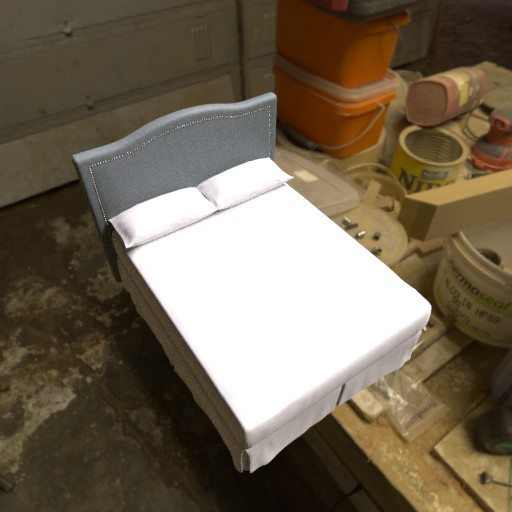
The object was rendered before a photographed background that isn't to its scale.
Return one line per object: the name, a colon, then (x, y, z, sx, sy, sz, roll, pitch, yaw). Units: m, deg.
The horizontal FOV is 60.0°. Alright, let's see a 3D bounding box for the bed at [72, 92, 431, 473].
bed: (0.000, 0.000, 3.325, 1.753, 1.460, 2.143, -26, 51, -23)
